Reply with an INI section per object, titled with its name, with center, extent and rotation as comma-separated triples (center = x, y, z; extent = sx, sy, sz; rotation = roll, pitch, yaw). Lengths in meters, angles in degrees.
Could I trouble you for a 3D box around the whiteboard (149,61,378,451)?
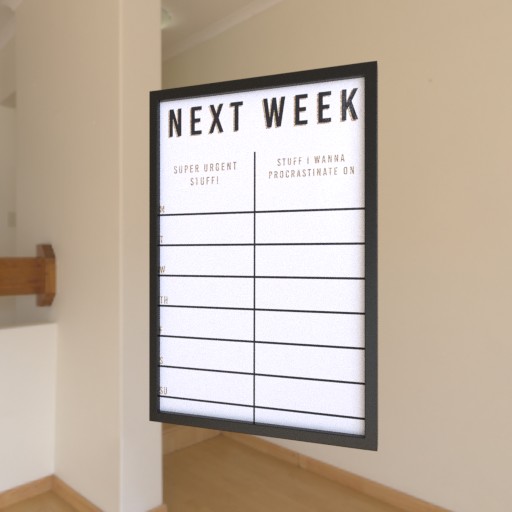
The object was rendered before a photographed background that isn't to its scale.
[whiteboard]
center = 0.000, 0.000, 0.766
extent = 0.406, 0.611, 0.026
rotation = 0, 0, 18
